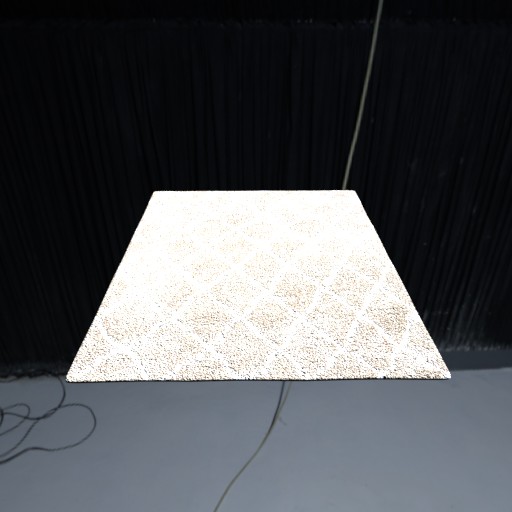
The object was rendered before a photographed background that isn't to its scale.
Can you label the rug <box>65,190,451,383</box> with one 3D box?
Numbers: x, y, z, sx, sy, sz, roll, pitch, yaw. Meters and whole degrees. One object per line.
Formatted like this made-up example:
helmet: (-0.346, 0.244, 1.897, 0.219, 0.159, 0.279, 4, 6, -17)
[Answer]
rug: (0.000, 0.000, 4.085, 2.438, 0.029, 3.047, 0, 31, -1)
